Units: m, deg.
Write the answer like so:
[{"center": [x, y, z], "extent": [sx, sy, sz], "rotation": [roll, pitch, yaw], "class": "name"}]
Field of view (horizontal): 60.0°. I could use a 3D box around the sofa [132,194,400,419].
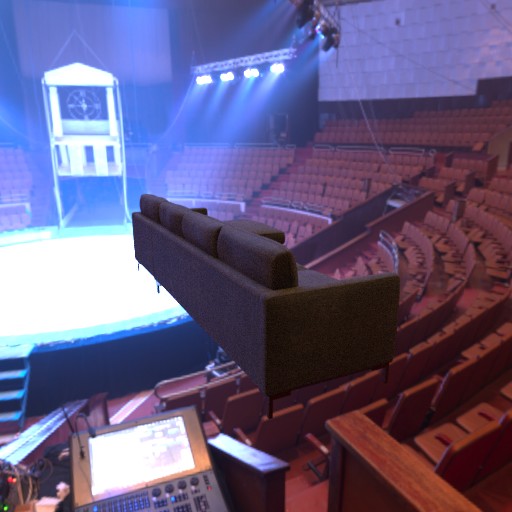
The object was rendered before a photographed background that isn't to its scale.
[{"center": [0.000, 0.000, 3.515], "extent": [1.350, 0.810, 2.932], "rotation": [-7, 16, -26], "class": "sofa"}]
